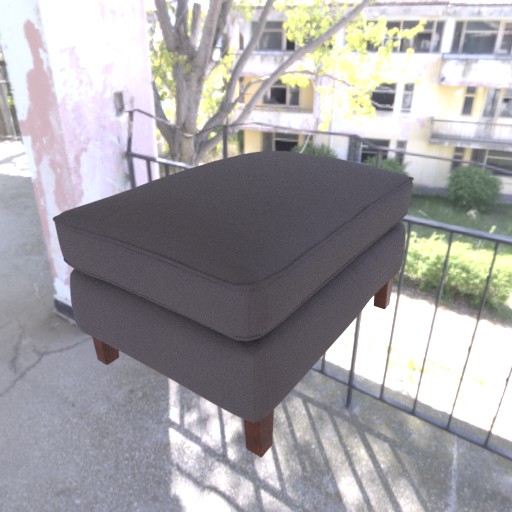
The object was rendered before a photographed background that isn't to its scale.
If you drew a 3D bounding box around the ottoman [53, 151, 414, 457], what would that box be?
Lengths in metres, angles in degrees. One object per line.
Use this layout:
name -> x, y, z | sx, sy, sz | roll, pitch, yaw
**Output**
ottoman -> 0.000, 0.000, 1.001 | 0.508, 0.406, 0.686 | 17, 31, 32
